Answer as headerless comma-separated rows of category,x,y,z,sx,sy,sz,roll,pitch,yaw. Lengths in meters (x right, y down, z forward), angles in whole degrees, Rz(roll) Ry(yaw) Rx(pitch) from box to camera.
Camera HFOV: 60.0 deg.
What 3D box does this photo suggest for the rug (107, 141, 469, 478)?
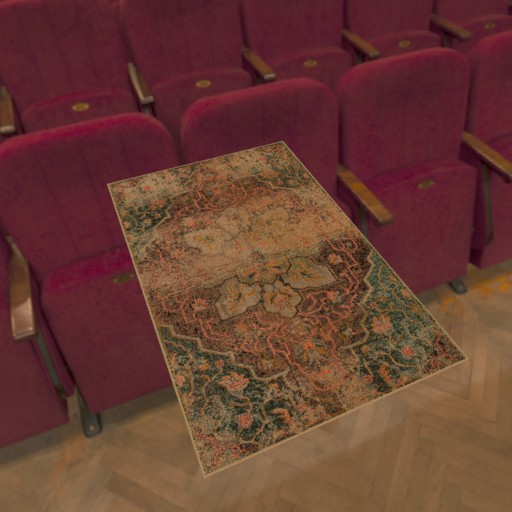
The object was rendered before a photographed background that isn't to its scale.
rug,0.000,0.000,2.942,1.566,0.004,2.363,-17,49,-15
